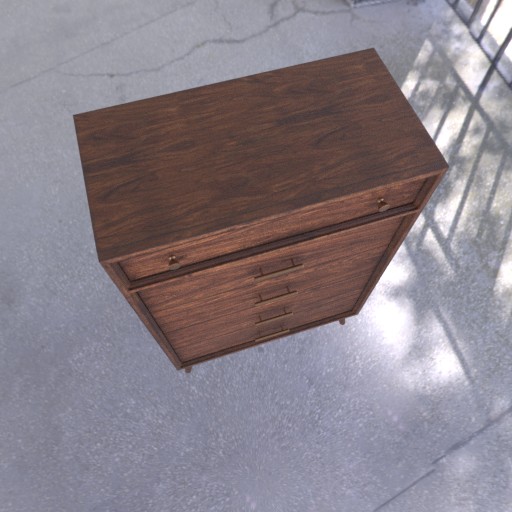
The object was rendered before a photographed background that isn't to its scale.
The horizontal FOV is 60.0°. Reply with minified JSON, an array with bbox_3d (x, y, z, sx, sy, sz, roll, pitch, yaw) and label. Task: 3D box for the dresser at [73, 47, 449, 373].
[{"bbox_3d":[0.000,0.000,1.807,0.919,1.365,0.498,-16,64,-8],"label":"dresser"}]
